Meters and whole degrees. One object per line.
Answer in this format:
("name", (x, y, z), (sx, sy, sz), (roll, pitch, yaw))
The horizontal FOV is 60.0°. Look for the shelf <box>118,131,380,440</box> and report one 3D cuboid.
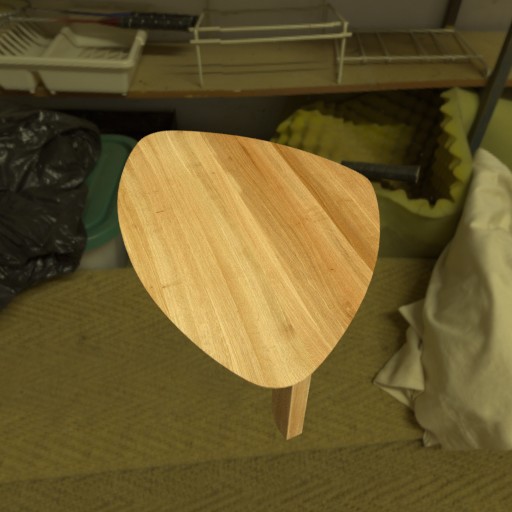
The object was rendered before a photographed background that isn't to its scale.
("shelf", (0.000, 0.000, 1.612), (0.863, 0.439, 1.240), (-17, 47, -16))
